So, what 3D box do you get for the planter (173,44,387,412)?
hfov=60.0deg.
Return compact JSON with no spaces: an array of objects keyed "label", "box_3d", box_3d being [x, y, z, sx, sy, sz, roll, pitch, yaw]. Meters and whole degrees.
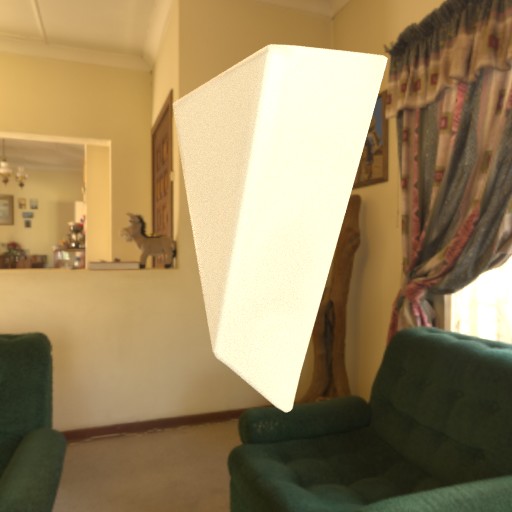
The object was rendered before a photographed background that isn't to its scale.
[{"label":"planter","box_3d":[0.000,0.000,0.264,0.060,0.197,0.150,-1,1,-36]}]
